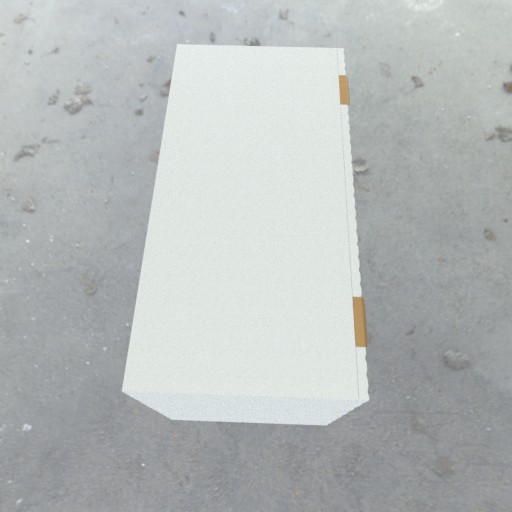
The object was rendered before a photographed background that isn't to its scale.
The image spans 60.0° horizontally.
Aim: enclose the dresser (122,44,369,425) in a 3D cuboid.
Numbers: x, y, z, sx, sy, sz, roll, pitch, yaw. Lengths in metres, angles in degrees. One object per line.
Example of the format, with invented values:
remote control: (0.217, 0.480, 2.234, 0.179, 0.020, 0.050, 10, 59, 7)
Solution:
dresser: (0.000, 0.000, 1.321, 0.457, 0.721, 0.905, 2, 65, 1)
